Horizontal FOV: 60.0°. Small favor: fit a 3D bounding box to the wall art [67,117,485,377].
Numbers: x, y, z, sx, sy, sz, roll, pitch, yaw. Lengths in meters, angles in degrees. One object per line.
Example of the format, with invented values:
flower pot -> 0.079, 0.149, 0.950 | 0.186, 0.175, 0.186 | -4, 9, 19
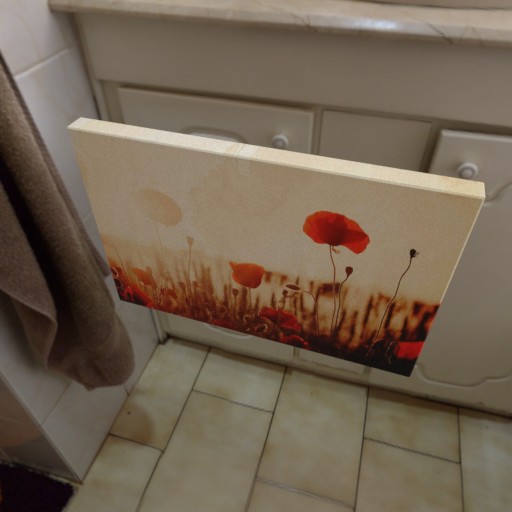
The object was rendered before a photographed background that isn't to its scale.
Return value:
wall art -> 0.000, 0.000, 0.770 | 0.613, 0.402, 0.040 | 13, 44, 13
